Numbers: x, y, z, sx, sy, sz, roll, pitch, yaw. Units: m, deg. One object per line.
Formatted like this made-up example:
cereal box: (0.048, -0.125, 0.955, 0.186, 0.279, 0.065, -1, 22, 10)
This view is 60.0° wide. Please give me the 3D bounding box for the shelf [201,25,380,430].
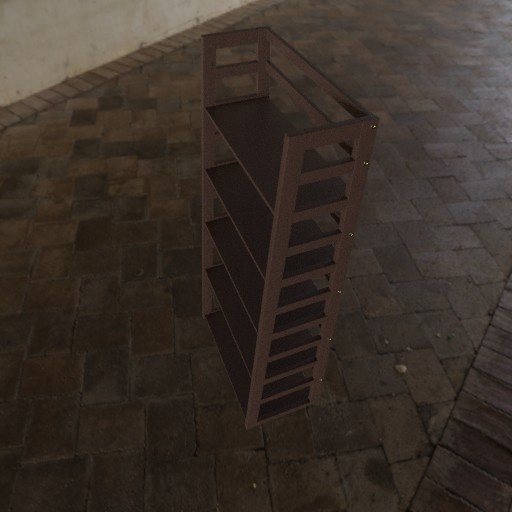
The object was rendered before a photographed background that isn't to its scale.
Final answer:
shelf: (0.000, 0.000, 1.935, 0.403, 1.600, 0.763, -16, 47, -15)
